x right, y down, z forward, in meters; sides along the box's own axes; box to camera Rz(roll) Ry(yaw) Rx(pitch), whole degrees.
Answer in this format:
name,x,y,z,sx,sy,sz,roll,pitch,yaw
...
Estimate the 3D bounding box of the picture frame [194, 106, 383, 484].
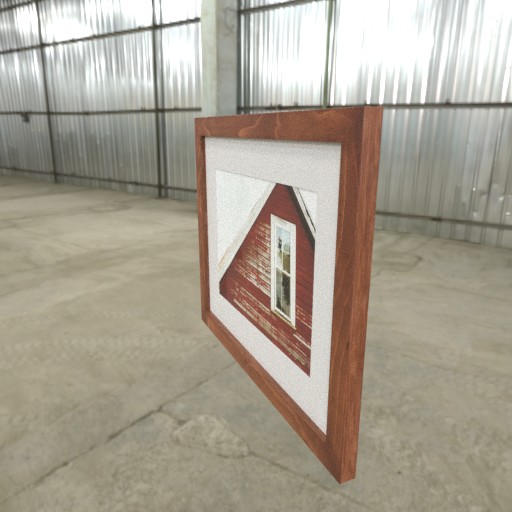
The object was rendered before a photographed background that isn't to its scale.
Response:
name,x,y,z,sx,sy,sz,roll,pitch,yaw
picture frame,0.000,0.000,0.751,0.025,0.457,0.559,-7,18,-24
